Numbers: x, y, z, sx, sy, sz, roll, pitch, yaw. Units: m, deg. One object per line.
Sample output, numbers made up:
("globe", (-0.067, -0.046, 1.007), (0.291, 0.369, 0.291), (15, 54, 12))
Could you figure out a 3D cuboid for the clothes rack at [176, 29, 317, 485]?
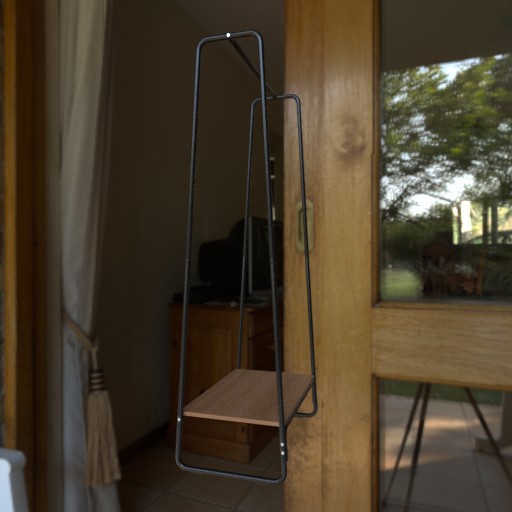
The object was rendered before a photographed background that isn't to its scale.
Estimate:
("clothes rack", (0.000, 0.000, 1.791), (0.400, 1.500, 0.640), (0, 0, 17))
